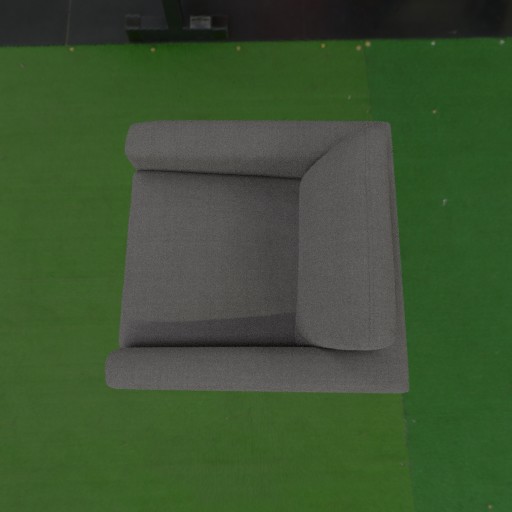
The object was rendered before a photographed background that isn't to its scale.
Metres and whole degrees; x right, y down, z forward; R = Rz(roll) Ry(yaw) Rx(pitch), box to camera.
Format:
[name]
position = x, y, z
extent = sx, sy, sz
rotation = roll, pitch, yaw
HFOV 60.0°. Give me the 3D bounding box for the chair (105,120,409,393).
[chair]
position = 0.000, 0.000, 1.846
extent = 1.100, 0.847, 1.070
rotation = 1, 75, 0
